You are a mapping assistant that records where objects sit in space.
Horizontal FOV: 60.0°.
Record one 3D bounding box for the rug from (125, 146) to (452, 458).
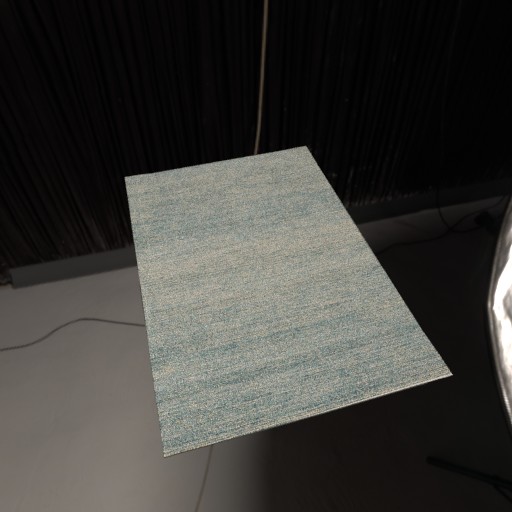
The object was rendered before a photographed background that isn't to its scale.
[{"bbox_3d":[0.000,0.000,5.349,2.802,0.052,4.078,-12,48,-11],"label":"rug"}]
